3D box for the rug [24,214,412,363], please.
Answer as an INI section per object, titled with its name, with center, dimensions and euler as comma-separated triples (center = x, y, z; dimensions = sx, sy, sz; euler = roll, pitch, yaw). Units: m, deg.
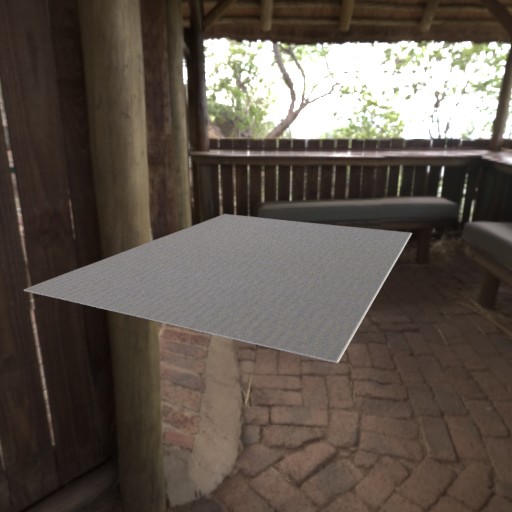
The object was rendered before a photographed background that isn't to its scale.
[rug]
center = 0.000, 0.000, 4.139
dimensions = 2.410, 0.021, 3.055
euler = 8, 19, 24
